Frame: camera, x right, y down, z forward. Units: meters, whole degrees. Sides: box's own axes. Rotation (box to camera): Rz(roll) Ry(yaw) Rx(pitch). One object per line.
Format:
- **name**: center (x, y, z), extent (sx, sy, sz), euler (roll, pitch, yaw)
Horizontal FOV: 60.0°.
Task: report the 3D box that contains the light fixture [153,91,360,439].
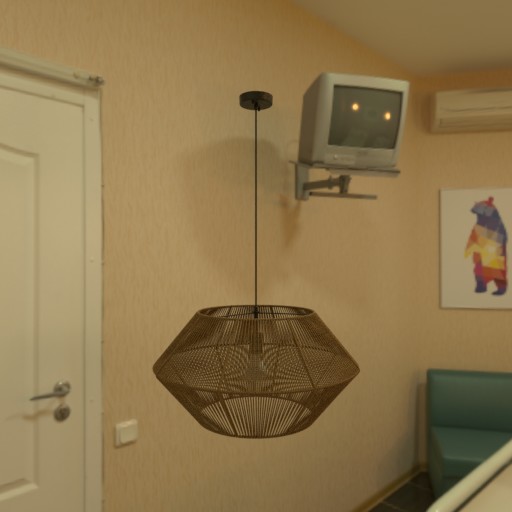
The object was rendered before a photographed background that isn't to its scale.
- **light fixture**: center (0.000, 0.000, 1.406), extent (0.643, 1.009, 0.643), euler (0, 0, 0)
